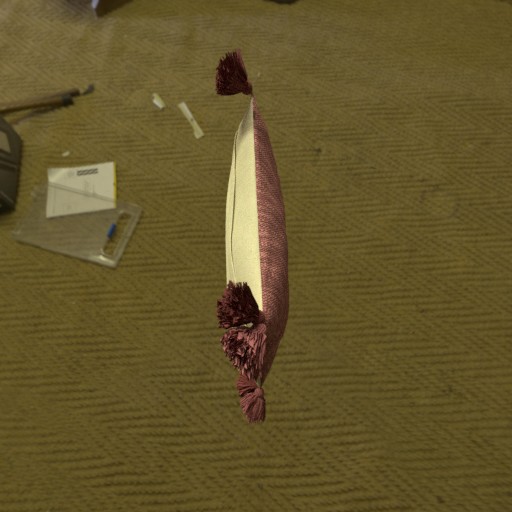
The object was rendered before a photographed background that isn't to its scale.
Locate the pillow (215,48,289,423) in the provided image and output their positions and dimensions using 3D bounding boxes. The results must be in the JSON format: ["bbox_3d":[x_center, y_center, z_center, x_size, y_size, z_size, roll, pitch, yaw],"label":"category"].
[{"bbox_3d":[0.000,0.000,0.965,0.138,0.659,0.641,-2,64,-1],"label":"pillow"}]
